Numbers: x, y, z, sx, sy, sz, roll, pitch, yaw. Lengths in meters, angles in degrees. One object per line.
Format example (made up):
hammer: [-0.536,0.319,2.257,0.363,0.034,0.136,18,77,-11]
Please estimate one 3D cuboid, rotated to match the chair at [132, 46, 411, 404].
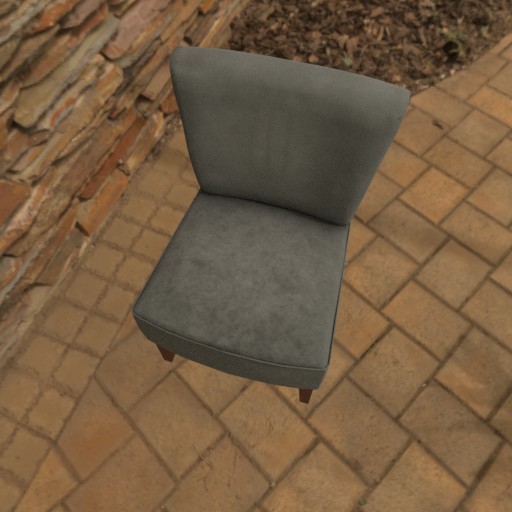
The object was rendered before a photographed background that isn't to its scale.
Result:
chair: [0.000,0.000,1.166,0.521,0.806,0.554,15,60,9]
